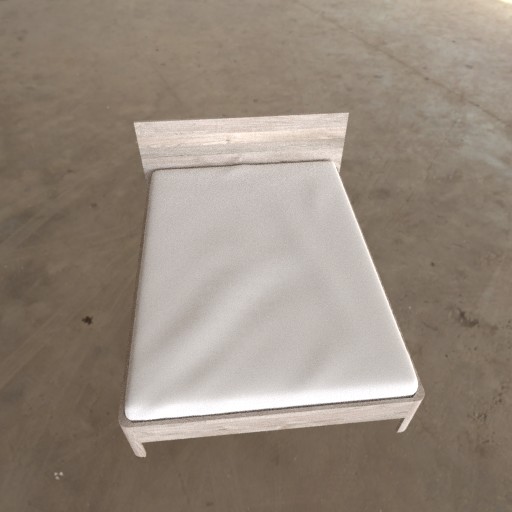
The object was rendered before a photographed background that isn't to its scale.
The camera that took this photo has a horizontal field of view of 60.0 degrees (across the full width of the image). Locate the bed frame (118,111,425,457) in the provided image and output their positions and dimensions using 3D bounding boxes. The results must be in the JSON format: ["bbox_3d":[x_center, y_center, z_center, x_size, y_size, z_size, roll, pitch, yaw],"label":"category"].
[{"bbox_3d":[0.000,0.000,2.683,1.490,0.800,1.950,-4,46,-4],"label":"bed frame"}]
